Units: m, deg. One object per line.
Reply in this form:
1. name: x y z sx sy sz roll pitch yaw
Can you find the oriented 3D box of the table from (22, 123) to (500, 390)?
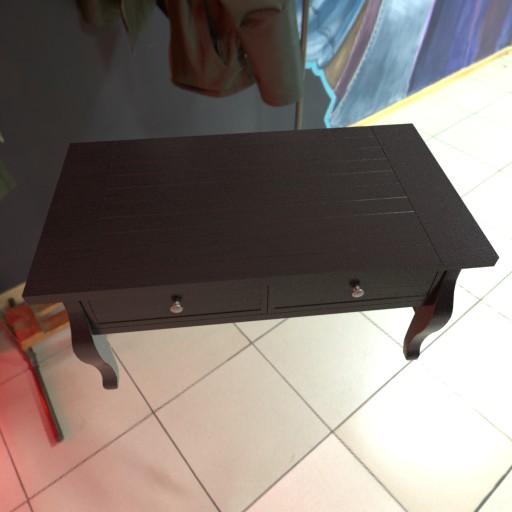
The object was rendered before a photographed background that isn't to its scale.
1. table: 0.000 0.000 1.355 1.062 0.494 0.600 -4 47 -4
